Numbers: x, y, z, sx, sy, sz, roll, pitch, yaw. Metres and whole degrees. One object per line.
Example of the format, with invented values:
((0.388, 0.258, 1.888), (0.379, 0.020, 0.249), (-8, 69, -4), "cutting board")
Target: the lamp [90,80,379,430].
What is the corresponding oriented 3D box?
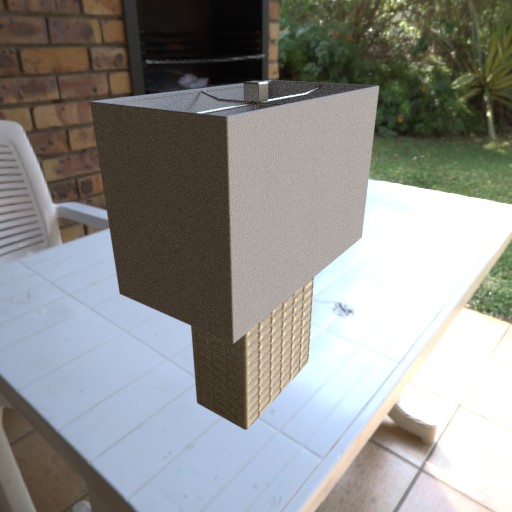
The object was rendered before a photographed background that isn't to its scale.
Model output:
((0.000, 0.000, 0.702), (0.200, 0.515, 0.380), (17, 31, 31), "lamp")
